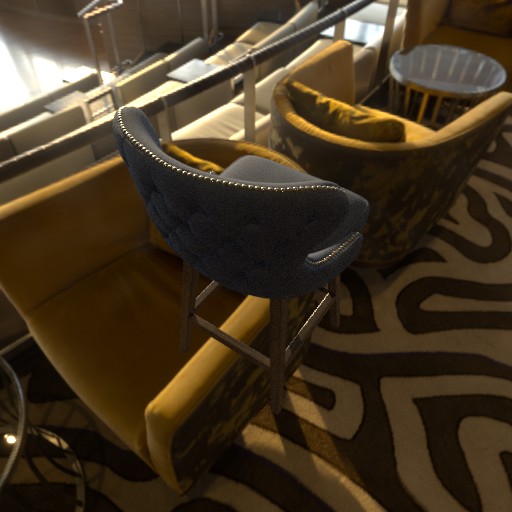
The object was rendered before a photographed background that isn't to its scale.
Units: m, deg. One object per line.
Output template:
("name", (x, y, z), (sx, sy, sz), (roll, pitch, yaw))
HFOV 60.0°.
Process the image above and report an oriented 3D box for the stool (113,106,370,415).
("stool", (0.000, 0.000, 1.366), (0.615, 0.972, 0.597), (26, 51, 23))
